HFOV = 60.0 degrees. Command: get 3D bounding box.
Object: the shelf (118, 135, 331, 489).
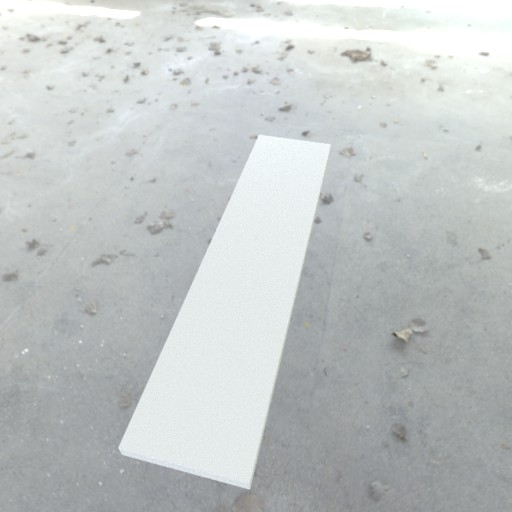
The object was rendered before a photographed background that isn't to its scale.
[{"bbox_3d":[0.000,0.000,0.652,0.140,0.020,0.610,10,48,10],"label":"shelf"}]
